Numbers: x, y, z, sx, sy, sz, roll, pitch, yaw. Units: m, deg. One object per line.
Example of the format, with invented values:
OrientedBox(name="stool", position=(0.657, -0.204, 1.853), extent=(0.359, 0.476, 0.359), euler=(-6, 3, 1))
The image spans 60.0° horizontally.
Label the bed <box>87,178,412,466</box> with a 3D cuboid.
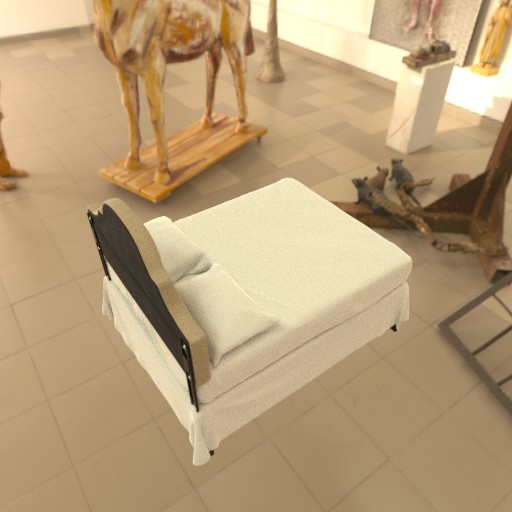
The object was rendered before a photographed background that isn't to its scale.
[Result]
OrientedBox(name="bed", position=(0.000, 0.000, 3.489), extent=(2.222, 1.634, 1.780), euler=(-25, 47, -26))
